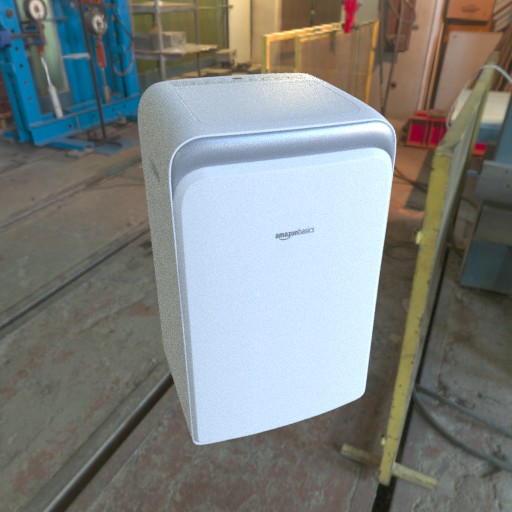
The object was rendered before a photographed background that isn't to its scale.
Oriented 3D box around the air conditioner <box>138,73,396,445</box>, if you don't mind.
[{"bbox_3d":[0.000,0.000,1.067,0.478,0.765,0.467,-10,33,-16],"label":"air conditioner"}]
